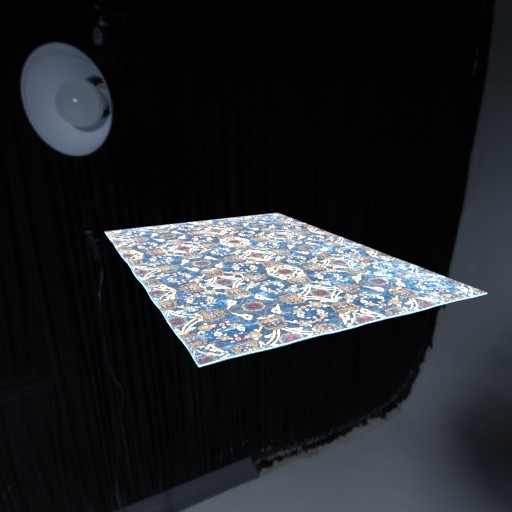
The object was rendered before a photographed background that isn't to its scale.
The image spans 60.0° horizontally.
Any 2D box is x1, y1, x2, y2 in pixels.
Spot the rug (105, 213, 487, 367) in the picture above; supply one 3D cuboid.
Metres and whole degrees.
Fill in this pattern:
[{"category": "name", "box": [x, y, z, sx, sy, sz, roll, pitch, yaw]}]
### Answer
[{"category": "rug", "box": [0.000, 0.000, 2.890, 1.567, 0.014, 2.207, -9, 19, -25]}]
